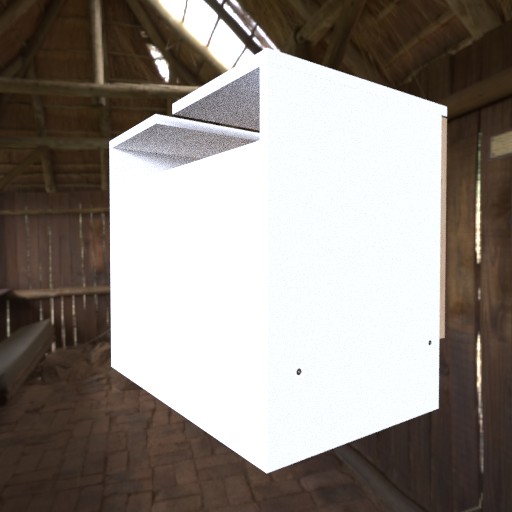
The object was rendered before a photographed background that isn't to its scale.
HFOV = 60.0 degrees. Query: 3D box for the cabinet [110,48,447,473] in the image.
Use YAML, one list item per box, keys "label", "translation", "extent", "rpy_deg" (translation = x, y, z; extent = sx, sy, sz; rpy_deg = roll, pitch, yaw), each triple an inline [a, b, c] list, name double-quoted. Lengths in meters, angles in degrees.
- label: "cabinet"
  translation: [0.000, 0.000, 0.903]
  extent: [0.400, 0.522, 0.600]
  rpy_deg: [-1, 2, -36]
